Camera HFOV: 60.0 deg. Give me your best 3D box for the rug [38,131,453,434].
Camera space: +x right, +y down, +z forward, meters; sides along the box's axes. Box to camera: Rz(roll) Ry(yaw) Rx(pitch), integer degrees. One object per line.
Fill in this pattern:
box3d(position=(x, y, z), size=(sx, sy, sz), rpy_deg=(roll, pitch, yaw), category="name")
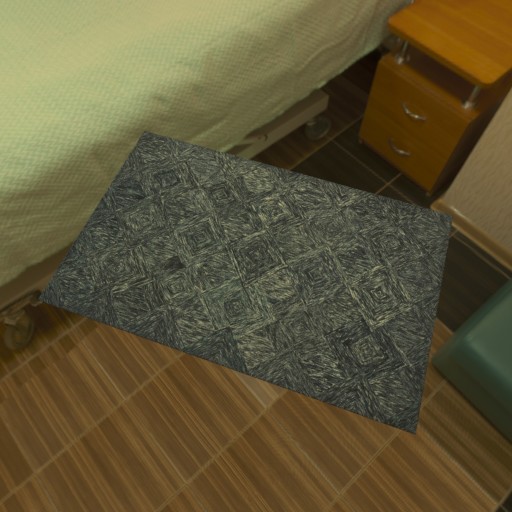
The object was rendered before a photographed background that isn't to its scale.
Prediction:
box3d(position=(0.000, 0.000, 2.880), size=(2.330, 0.017, 1.478), rpy_deg=(17, 63, 9), category="rug")
